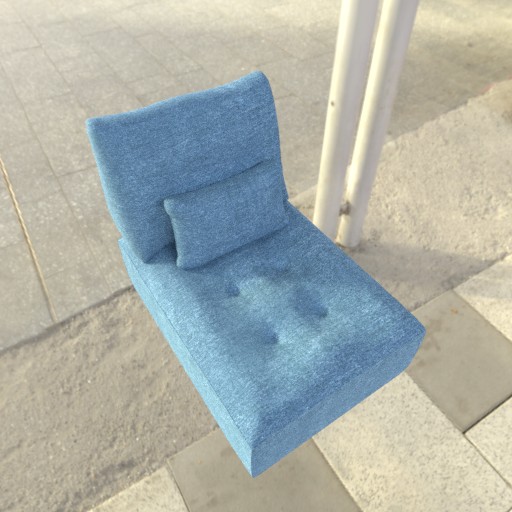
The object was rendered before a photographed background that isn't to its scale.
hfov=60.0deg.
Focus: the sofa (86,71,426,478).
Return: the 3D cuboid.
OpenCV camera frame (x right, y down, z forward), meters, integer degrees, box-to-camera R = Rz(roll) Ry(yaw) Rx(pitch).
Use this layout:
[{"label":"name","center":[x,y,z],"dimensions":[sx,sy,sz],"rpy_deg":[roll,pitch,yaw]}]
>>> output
[{"label":"sofa","center":[0.000,0.000,1.524],"dimensions":[0.700,0.820,1.000],"rpy_deg":[-26,53,-22]}]
